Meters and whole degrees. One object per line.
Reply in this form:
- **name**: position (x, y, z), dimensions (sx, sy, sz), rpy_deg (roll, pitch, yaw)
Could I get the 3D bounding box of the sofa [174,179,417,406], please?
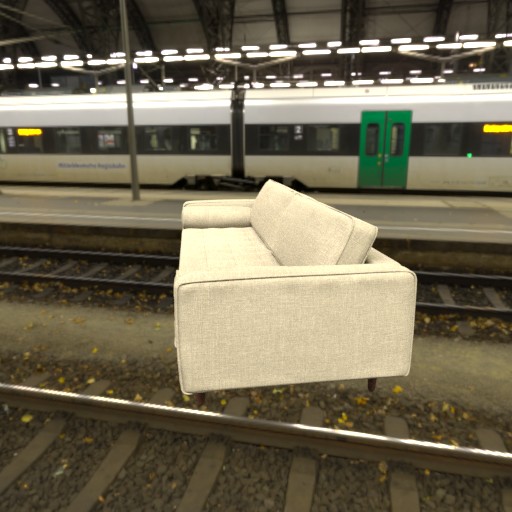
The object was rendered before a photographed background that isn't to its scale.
- **sofa**: position (0.000, 0.000, 2.663), dimensions (0.914, 0.762, 2.211), rpy_deg (-2, 14, -8)
